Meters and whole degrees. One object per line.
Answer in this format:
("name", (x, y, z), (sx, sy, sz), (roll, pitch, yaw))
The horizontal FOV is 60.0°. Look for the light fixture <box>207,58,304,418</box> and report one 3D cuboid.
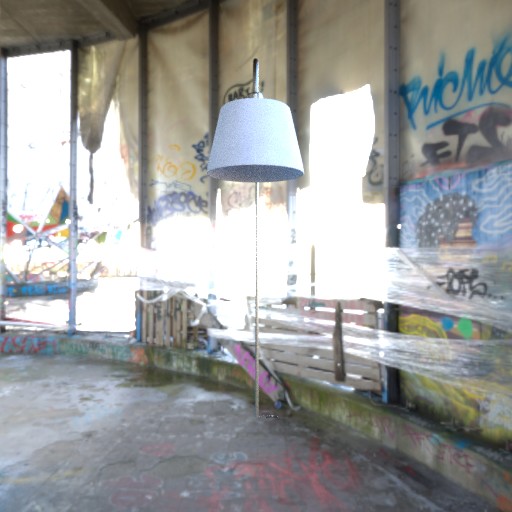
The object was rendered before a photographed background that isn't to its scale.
("light fixture", (0.000, 0.000, 0.463), (0.092, 0.399, 0.176), (0, 0, 1))
